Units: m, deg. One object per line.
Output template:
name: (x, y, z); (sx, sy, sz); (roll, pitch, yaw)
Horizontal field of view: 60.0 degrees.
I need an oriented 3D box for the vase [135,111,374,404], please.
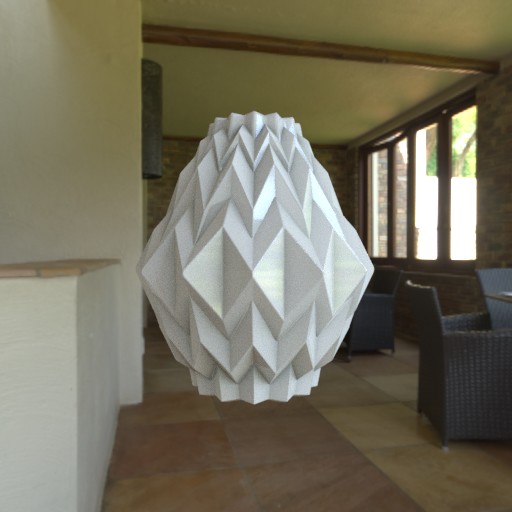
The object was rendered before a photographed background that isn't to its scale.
vase: (0.000, 0.000, 0.313); (0.164, 0.185, 0.164); (0, 0, 0)
